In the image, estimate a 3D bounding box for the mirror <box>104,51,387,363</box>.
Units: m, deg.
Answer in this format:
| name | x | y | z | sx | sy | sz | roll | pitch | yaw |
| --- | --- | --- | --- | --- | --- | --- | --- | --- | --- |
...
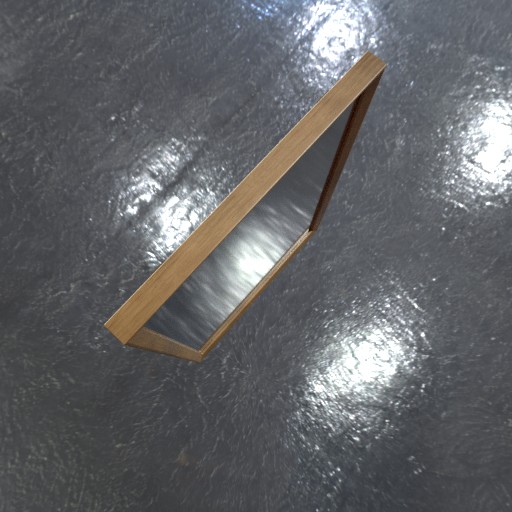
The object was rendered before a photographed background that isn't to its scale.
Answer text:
| name | x | y | z | sx | sy | sz | roll | pitch | yaw |
| --- | --- | --- | --- | --- | --- | --- | --- | --- | --- |
| mirror | 0.000 | 0.000 | 0.908 | 0.039 | 0.711 | 0.508 | 40 | 78 | 10 |
